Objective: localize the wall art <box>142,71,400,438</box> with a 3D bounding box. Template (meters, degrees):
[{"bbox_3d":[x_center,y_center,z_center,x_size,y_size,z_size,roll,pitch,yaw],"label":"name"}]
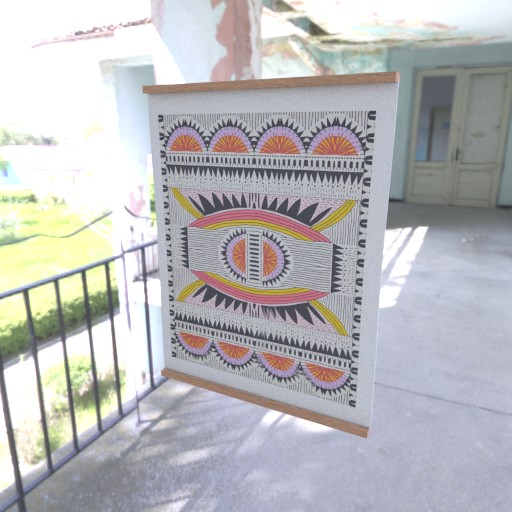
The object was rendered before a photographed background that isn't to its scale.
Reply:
[{"bbox_3d":[0.000,0.000,0.713,0.403,0.527,0.028,8,18,26],"label":"wall art"}]
